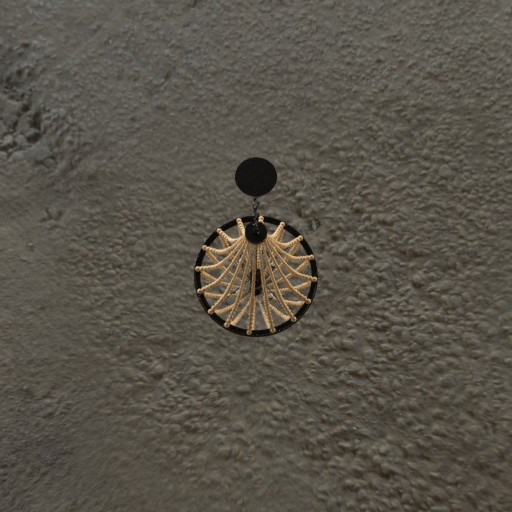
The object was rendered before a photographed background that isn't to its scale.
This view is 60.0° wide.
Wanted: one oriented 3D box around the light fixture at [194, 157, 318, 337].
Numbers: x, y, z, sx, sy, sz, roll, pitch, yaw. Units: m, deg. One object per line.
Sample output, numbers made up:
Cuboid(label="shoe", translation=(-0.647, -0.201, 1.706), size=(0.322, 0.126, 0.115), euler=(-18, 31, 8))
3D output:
Cuboid(label="light fixture", translation=(0.000, 0.000, 1.362), size=(0.450, 1.133, 0.450), euler=(0, 75, 0))
